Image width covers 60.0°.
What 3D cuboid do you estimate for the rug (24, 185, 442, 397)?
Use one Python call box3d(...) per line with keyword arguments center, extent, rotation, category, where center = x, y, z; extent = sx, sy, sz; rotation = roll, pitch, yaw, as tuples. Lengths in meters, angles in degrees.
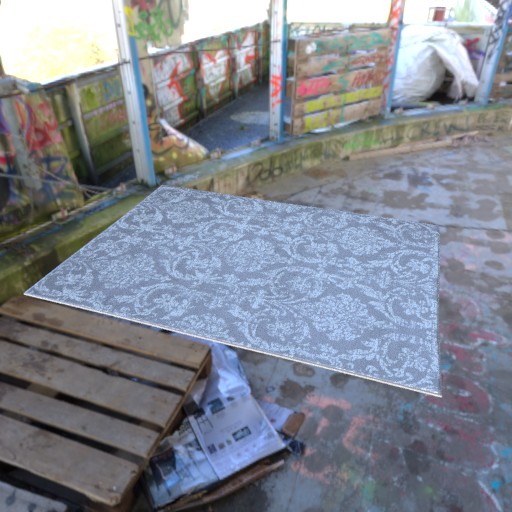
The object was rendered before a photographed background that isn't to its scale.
box3d(center=(0.000, 0.000, 2.803), extent=(2.206, 0.014, 1.578), rotation=(10, 34, 16), category="rug")
